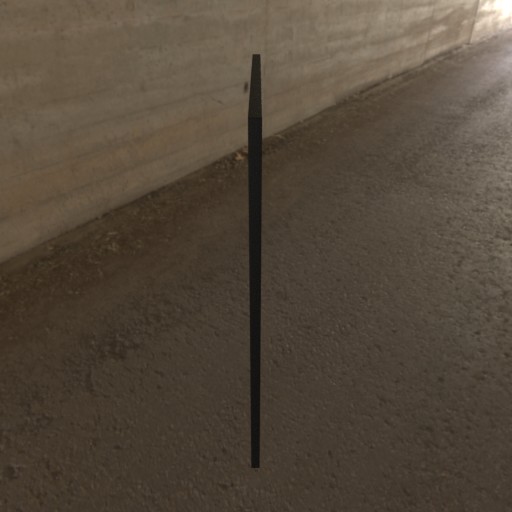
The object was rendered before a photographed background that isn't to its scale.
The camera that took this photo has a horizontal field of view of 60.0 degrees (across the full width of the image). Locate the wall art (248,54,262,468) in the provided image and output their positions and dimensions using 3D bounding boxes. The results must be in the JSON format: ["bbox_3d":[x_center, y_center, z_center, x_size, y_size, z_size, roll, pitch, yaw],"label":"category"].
[{"bbox_3d":[0.000,0.000,0.602,0.011,0.459,0.326,0,32,0],"label":"wall art"}]
